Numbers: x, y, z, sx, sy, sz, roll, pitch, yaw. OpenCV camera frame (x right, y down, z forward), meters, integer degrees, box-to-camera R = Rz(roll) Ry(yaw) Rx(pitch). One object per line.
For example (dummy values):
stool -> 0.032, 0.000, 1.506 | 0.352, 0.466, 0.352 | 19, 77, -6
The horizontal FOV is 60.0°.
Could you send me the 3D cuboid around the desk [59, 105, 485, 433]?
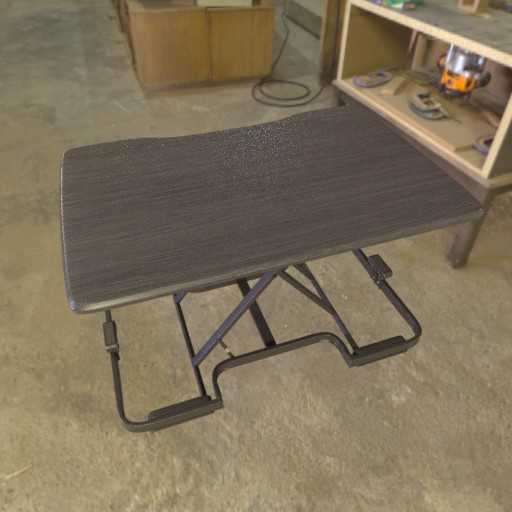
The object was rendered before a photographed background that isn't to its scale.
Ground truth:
desk -> 0.000, 0.000, 1.126 | 0.820, 0.470, 0.546 | -13, 44, -14
